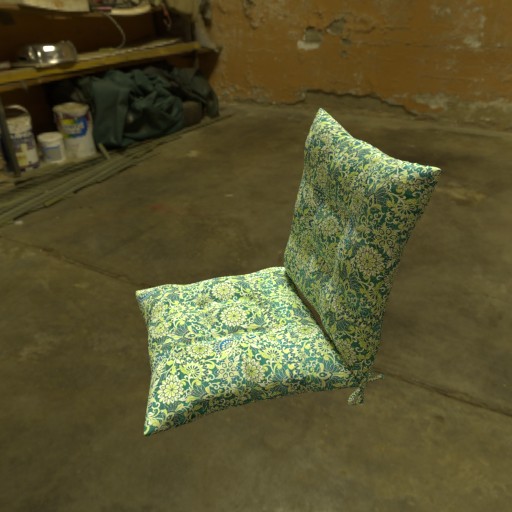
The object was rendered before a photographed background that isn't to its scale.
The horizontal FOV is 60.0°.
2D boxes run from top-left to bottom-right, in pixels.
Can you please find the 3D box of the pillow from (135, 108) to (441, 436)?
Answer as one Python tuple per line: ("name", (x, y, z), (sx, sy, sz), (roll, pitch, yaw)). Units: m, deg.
("pillow", (0.000, 0.000, 1.017), (0.585, 0.536, 0.541), (-8, 31, -13))
